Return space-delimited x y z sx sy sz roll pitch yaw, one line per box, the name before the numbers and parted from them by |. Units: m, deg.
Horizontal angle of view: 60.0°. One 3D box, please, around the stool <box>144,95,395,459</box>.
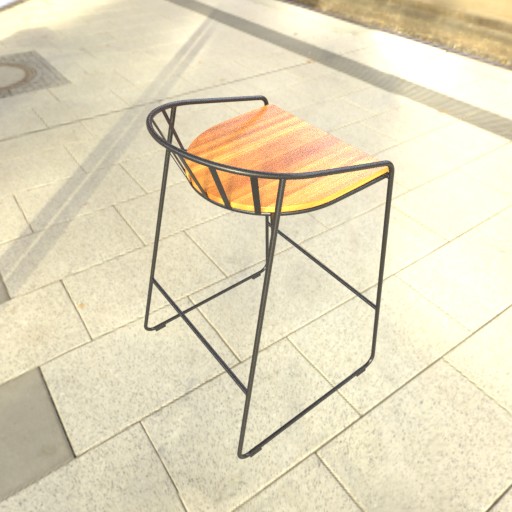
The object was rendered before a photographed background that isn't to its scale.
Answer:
stool | 0.000 0.000 1.174 0.521 0.812 0.546 -27 48 -27
